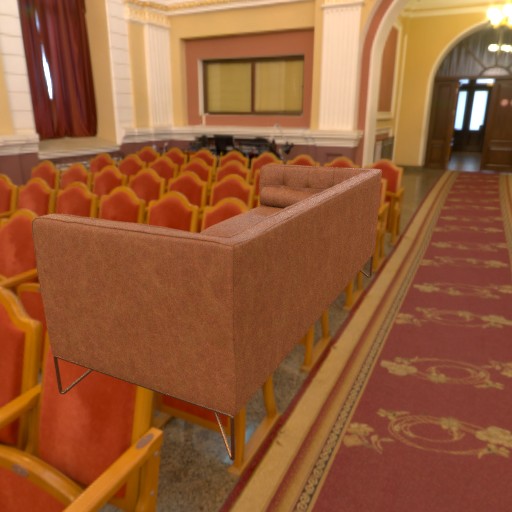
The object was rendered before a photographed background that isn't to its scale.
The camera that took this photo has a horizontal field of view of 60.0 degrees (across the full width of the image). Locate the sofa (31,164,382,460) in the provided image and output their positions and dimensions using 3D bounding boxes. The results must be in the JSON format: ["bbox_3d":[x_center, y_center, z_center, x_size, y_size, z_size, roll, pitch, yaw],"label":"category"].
[{"bbox_3d":[0.000,0.000,2.473,0.912,0.798,2.079,9,20,26],"label":"sofa"}]
